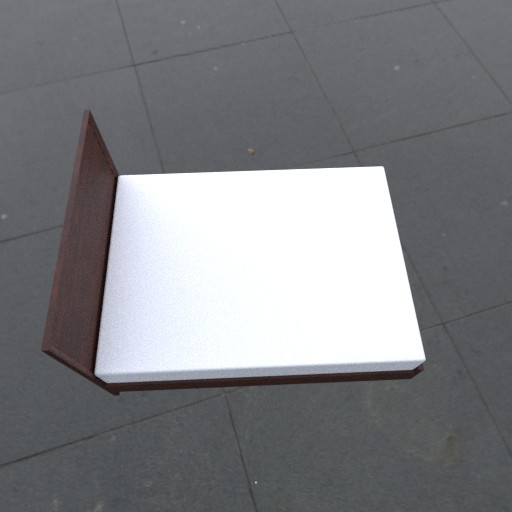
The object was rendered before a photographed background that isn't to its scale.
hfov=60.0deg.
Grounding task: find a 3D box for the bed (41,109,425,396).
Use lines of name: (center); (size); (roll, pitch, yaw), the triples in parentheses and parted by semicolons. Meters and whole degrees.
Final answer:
bed: (0.000, 0.000, 3.126); (2.184, 1.270, 1.600); (-2, 63, -1)
